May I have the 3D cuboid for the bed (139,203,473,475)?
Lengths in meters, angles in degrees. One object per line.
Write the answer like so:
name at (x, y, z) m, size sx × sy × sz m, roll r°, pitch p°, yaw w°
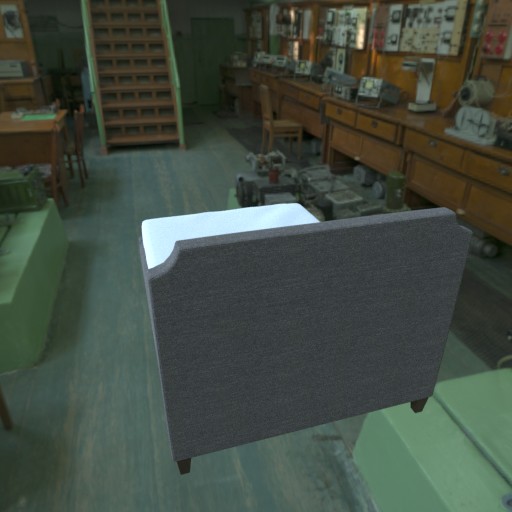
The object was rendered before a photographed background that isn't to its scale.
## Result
bed at (0.000, 0.000, 3.429) m, size 1.713 × 1.457 × 2.381 m, roll -8°, pitch 28°, yaw -15°
